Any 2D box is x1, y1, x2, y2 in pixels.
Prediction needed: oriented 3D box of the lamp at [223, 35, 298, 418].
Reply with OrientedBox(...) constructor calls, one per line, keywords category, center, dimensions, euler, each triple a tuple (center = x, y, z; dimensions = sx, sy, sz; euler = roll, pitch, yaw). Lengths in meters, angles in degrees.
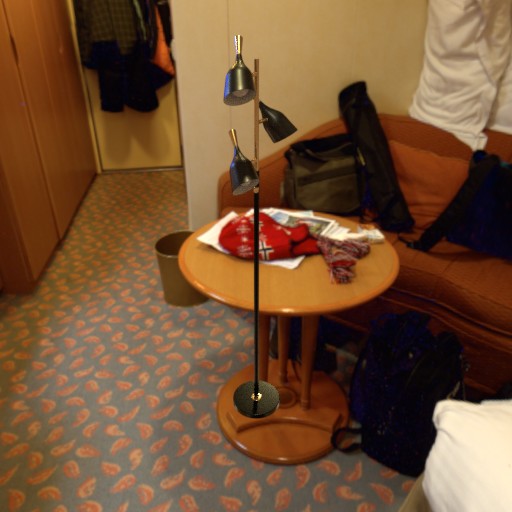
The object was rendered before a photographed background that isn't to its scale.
OrientedBox(category="lamp", center=(0.000, 0.000, 1.995), dimensions=(0.253, 1.778, 0.434), euler=(18, 32, 30))
